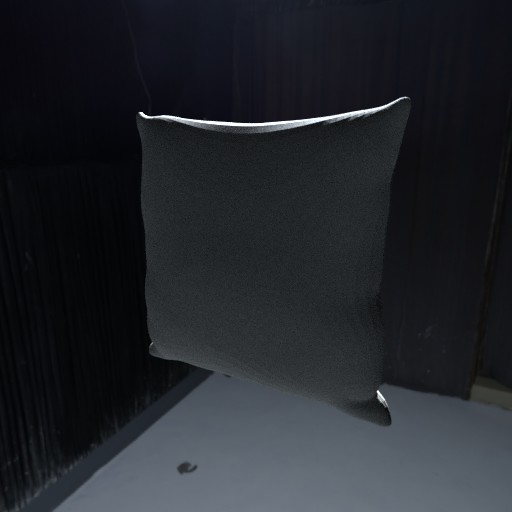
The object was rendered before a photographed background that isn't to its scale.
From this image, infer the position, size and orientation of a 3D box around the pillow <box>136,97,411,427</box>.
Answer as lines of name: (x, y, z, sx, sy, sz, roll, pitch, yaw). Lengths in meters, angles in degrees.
pillow: (0.000, 0.000, 0.675, 0.440, 0.441, 0.182, 8, 17, 27)
